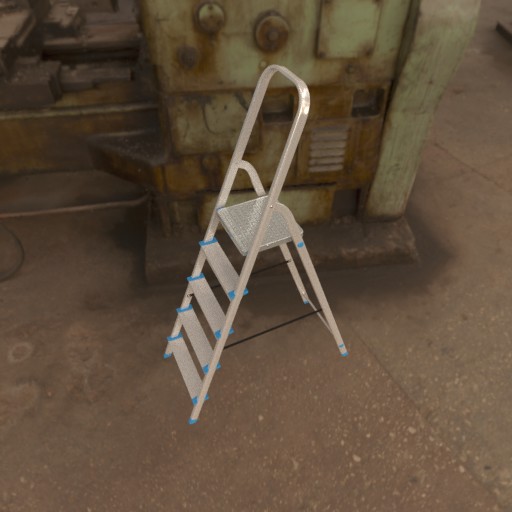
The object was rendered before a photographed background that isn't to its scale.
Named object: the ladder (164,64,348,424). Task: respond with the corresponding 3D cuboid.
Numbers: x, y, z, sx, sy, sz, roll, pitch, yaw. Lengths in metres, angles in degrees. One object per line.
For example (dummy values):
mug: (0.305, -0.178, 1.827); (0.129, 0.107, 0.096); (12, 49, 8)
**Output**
ladder: (0.000, 0.000, 2.042); (0.990, 1.648, 0.468); (-19, 48, -18)
